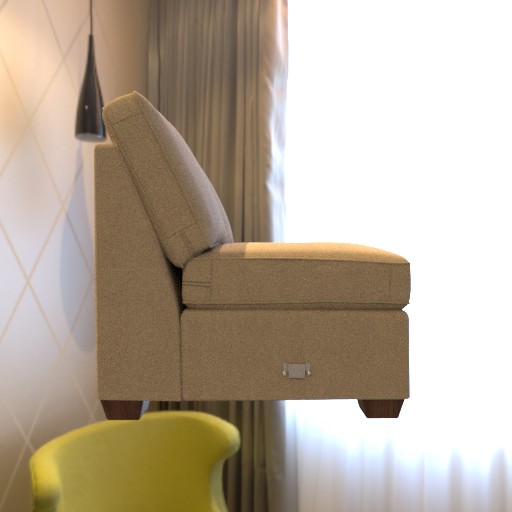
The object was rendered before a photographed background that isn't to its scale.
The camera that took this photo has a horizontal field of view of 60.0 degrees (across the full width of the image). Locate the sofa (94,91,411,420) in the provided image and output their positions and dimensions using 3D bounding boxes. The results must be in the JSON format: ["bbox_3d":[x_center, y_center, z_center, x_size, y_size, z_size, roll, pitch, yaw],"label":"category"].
[{"bbox_3d":[0.000,0.000,1.936,0.978,1.006,1.232,0,0,0],"label":"sofa"}]
